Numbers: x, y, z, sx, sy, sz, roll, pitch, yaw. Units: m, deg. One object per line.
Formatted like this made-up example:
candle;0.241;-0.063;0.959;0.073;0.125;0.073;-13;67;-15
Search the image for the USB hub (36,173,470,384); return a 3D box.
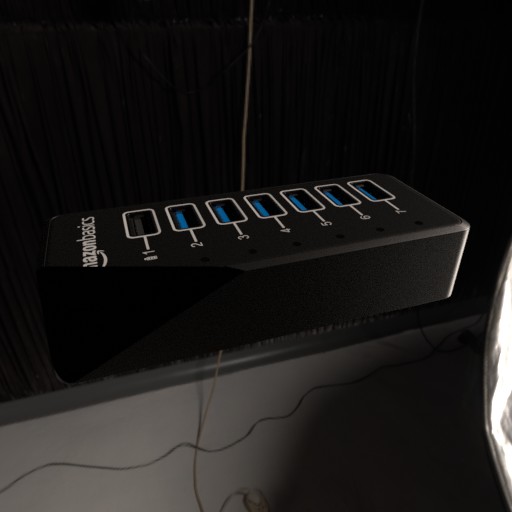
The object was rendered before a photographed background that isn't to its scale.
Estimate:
USB hub;0.000;0.000;0.126;0.110;0.023;0.044;-10;33;-16
